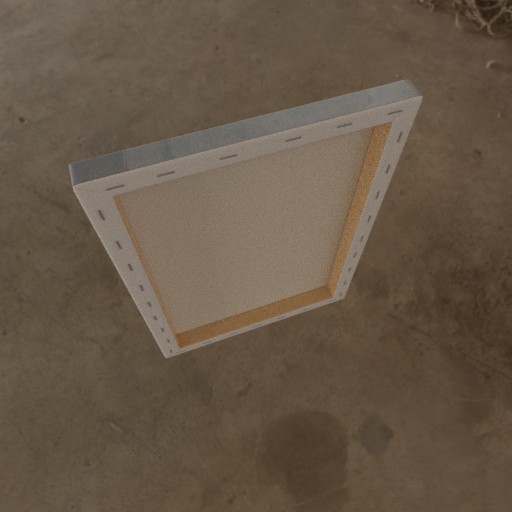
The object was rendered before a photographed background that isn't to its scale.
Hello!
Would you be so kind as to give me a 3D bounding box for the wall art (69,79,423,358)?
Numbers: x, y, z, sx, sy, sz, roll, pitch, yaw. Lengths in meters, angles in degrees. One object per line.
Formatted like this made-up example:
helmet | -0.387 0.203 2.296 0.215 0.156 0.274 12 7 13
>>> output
wall art | 0.000 0.000 0.809 0.455 0.613 0.037 -17 60 -10
